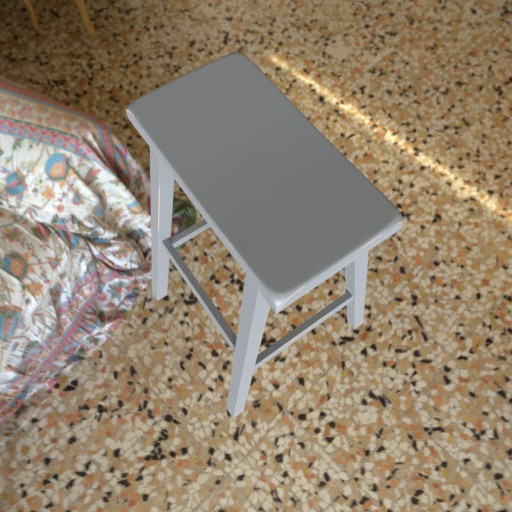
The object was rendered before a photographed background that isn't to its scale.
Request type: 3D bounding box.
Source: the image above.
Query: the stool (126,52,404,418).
[{"bbox_3d":[0.000,0.000,1.039,0.476,0.737,0.457,-32,69,-14],"label":"stool"}]
